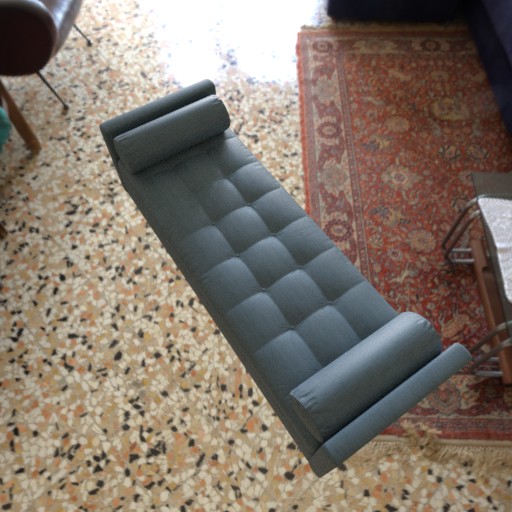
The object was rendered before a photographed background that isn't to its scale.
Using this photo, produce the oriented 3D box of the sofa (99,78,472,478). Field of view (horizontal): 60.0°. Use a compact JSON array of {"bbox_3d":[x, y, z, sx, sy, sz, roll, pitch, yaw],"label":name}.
[{"bbox_3d":[0.000,0.000,2.269,0.686,0.635,1.981,-30,64,-17],"label":"sofa"}]
